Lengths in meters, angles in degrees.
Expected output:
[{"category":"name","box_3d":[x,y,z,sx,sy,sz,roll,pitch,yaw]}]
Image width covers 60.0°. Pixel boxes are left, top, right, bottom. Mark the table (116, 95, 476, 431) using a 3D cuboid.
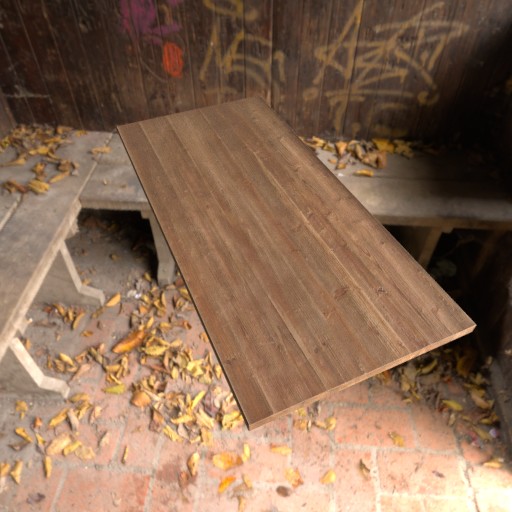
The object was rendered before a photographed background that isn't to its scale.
[{"category":"table","box_3d":[0.000,0.000,2.465,0.952,0.760,2.003,-18,49,-16]}]
